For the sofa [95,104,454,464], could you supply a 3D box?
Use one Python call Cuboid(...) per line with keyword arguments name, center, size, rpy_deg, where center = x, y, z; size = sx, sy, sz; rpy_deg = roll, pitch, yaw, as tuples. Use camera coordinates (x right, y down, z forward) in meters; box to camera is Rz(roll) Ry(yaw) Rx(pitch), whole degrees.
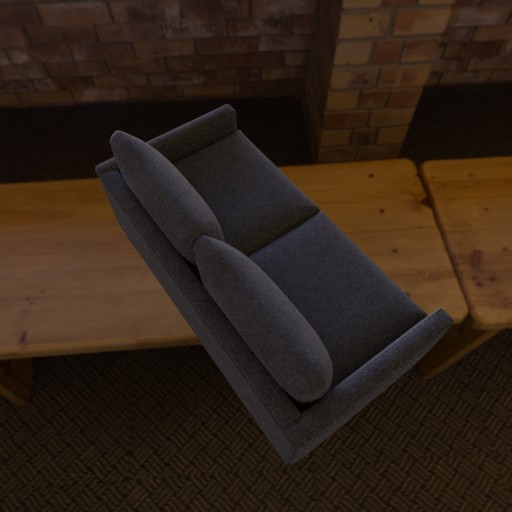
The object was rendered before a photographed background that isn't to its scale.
Cuboid(name="sofa", center=(0.000, 0.000, 2.232), size=(0.866, 0.862, 1.716), rpy_deg=(-32, 63, -18))
